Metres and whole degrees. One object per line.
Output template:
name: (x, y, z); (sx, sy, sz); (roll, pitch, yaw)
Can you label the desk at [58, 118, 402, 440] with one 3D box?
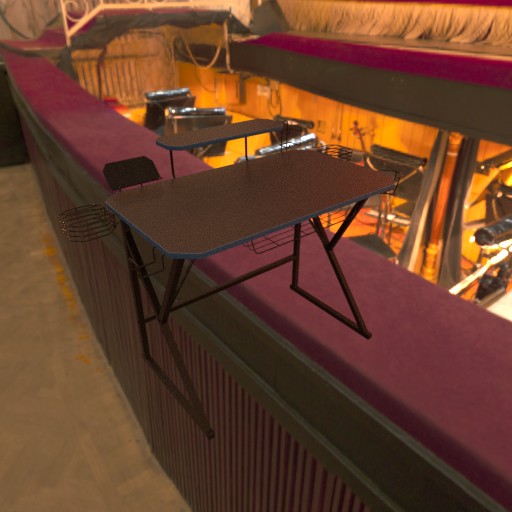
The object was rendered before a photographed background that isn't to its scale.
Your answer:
desk: (0.000, 0.000, 1.765); (1.295, 0.909, 0.594); (-22, 36, -32)
